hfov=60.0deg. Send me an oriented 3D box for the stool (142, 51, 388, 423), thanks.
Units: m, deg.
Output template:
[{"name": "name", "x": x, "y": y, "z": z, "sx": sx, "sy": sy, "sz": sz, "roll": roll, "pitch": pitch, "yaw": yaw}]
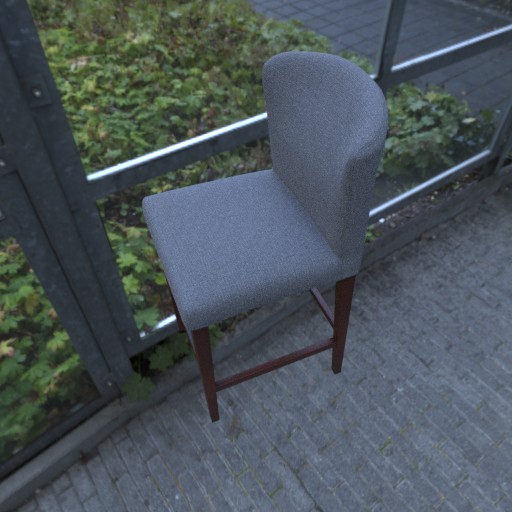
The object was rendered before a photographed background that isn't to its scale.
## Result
[{"name": "stool", "x": 0.000, "y": 0.000, "z": 1.363, "sx": 0.568, "sy": 1.069, "sz": 0.486, "roll": -17, "pitch": 49, "yaw": -15}]
